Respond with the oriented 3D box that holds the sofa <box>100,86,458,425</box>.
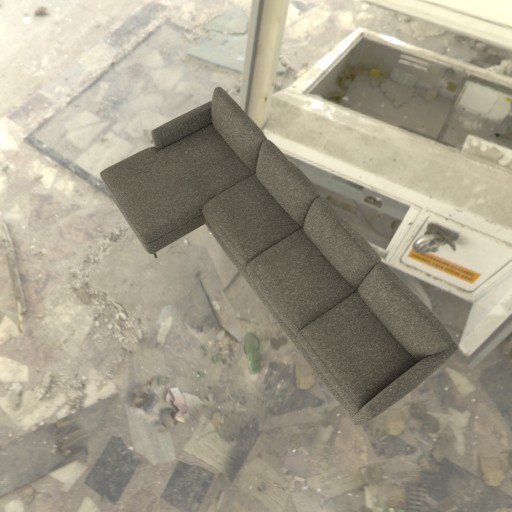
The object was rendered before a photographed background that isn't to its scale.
[{"bbox_3d":[0.000,0.000,3.512,1.350,0.810,2.932,-32,68,-15],"label":"sofa"}]
